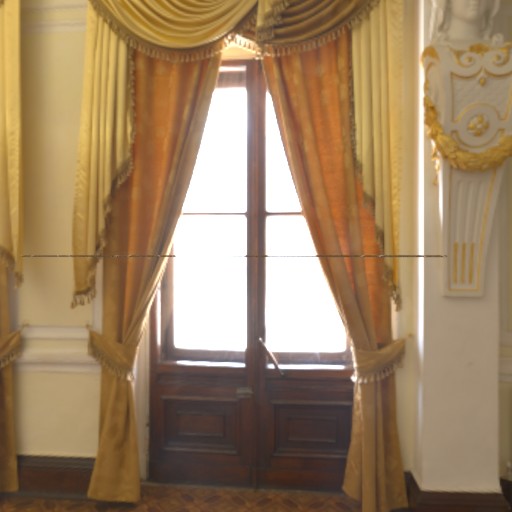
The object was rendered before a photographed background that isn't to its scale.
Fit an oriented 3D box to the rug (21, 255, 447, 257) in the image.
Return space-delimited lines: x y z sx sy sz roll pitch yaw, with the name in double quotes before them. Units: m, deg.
"rug" 0.000 0.000 4.149 3.062 0.012 2.457 0 0 18
